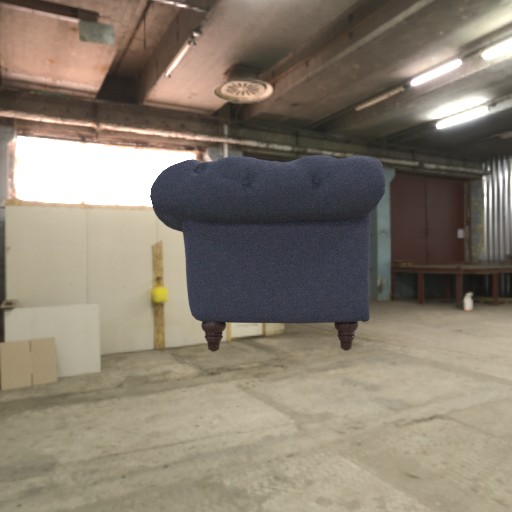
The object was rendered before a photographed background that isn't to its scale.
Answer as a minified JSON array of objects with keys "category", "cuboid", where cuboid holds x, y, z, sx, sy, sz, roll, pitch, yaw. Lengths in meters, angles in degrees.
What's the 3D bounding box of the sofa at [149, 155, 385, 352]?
[{"category":"sofa","cuboid":[0.000,0.000,2.882,1.046,0.836,2.335,0,0,0]}]
